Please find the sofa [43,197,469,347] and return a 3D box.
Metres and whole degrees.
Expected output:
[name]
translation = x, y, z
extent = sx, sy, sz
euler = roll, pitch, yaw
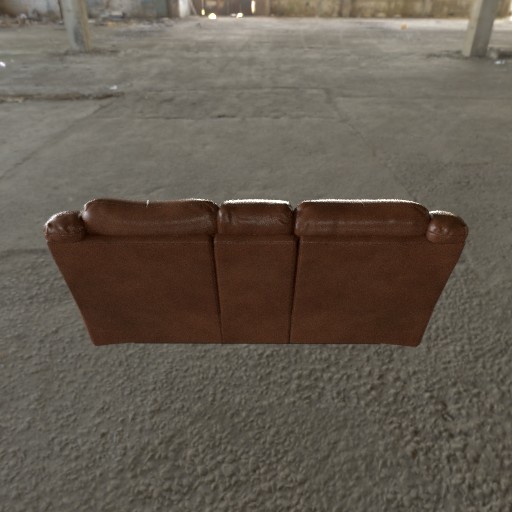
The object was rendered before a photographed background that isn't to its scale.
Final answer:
[sofa]
translation = 0.000, 0.000, 2.622
extent = 2.058, 1.043, 0.991
euler = 0, 31, 0
